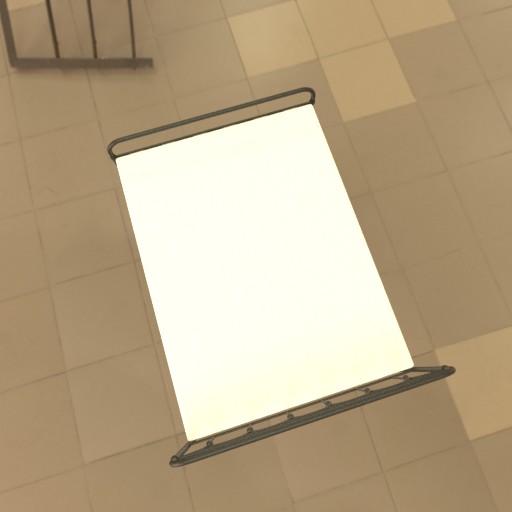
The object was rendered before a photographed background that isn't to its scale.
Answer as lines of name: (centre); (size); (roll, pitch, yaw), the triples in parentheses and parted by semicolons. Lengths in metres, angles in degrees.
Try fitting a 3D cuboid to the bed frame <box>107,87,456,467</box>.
bed frame: (0.000, 0.000, 3.142); (1.664, 1.276, 2.203); (-17, 76, -4)
